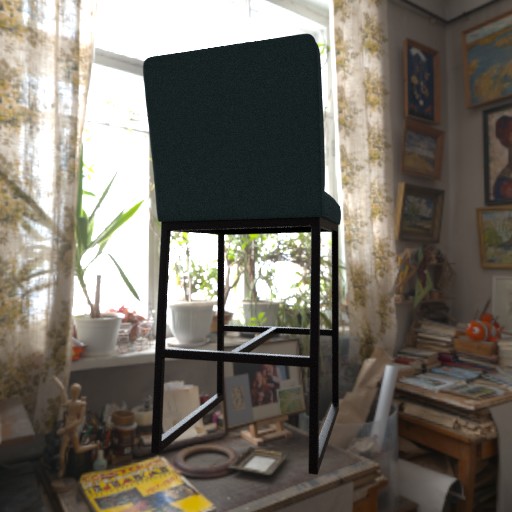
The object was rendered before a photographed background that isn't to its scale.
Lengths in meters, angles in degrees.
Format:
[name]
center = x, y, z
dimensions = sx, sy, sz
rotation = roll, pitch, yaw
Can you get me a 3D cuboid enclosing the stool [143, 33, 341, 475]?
[stool]
center = 0.000, 0.000, 1.334
dimensions = 0.460, 1.040, 0.560
rotation = 0, -1, 16
